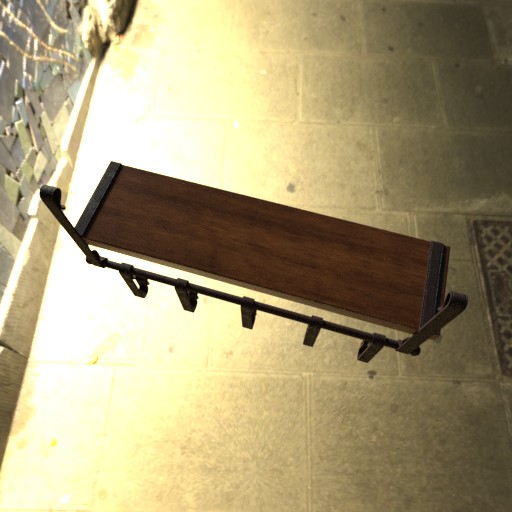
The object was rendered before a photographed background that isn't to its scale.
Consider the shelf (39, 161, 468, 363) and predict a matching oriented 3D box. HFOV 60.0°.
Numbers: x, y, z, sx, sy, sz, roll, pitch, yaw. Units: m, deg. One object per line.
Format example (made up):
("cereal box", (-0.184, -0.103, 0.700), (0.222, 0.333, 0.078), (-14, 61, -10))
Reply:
("shelf", (0.000, 0.000, 0.703), (0.567, 0.330, 0.146), (15, 65, 7))
